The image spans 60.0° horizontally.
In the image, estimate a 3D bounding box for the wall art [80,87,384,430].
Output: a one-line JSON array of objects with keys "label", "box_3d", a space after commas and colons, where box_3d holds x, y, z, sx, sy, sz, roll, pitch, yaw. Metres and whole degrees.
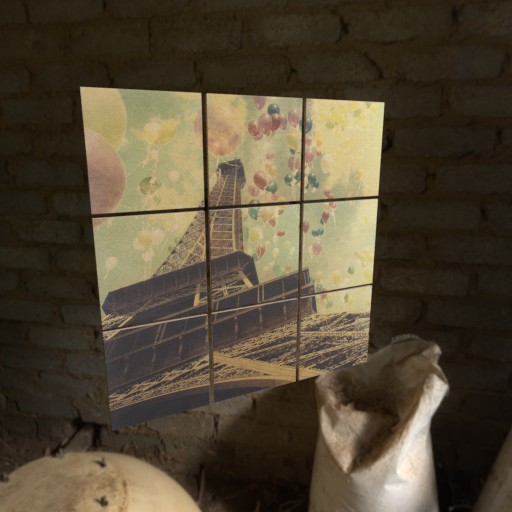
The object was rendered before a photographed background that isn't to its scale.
[{"label": "wall art", "box_3d": [0.000, 0.000, 1.786, 1.219, 1.218, 0.013, -7, 16, -26]}]
